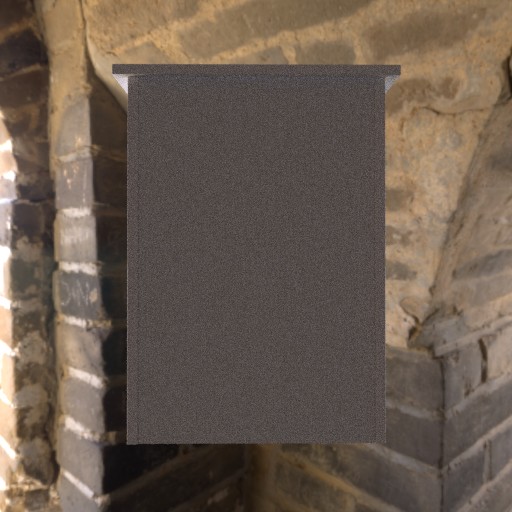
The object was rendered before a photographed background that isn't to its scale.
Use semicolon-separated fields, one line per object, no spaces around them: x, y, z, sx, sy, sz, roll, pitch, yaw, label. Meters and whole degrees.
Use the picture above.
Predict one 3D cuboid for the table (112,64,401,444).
0.000;0.000;0.925;0.480;0.635;0.381;0;0;0;table
